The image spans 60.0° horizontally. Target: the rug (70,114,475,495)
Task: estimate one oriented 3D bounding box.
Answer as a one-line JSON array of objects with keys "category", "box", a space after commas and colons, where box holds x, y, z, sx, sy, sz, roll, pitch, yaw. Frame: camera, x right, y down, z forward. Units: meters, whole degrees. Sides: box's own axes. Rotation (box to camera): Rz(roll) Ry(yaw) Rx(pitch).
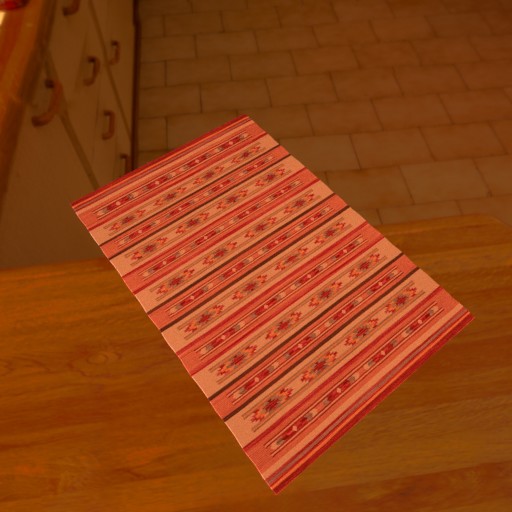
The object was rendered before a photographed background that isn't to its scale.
[{"category": "rug", "box": [0.000, 0.000, 2.285, 1.223, 0.008, 1.817, -33, 63, -19]}]
